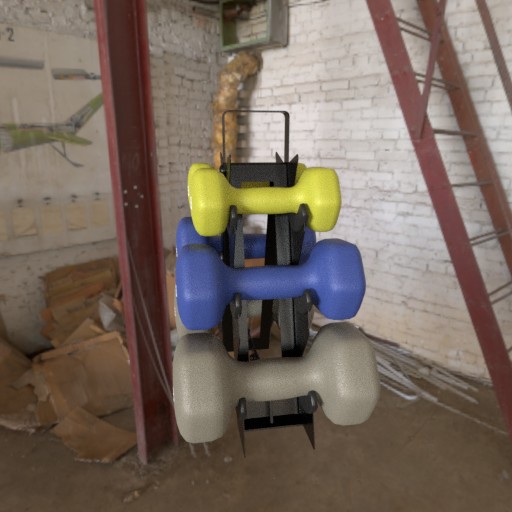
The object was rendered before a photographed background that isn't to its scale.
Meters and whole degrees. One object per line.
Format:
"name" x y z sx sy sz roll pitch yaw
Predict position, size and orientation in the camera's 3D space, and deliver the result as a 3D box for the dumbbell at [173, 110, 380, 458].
"dumbbell" 0.000 0.000 0.684 0.261 0.426 0.416 -2 15 -9
